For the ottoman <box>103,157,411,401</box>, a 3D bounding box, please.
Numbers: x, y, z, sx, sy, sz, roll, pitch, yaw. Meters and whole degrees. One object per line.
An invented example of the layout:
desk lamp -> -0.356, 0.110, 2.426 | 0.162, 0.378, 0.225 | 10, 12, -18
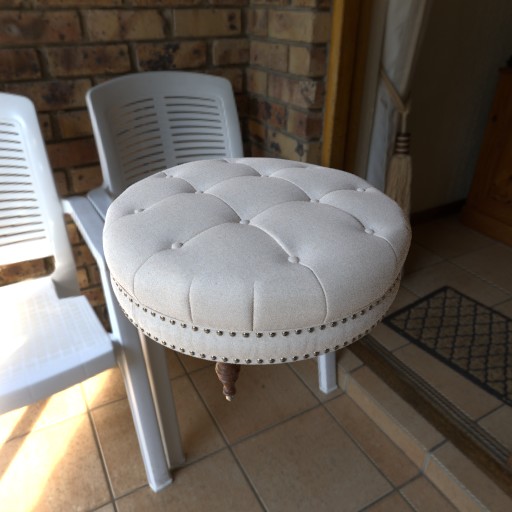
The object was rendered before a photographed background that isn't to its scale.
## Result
ottoman -> 0.000, 0.000, 1.461 | 0.940, 0.483, 0.940 | 0, 30, 0
